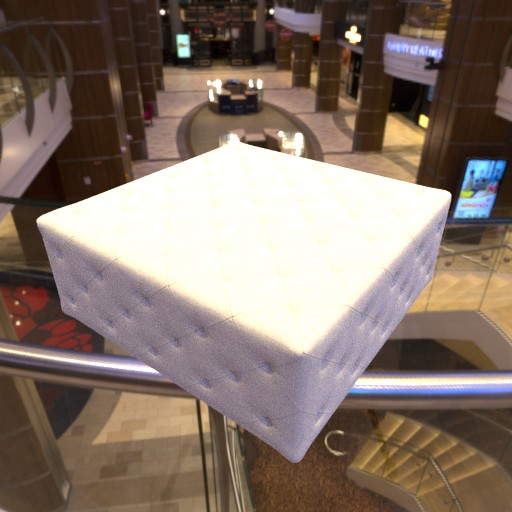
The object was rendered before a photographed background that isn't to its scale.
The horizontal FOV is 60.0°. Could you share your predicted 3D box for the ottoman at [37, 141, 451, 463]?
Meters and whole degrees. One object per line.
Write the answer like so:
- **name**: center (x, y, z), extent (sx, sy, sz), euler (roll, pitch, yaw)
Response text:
- **ottoman**: center (0.000, 0.000, 1.616), extent (1.028, 0.439, 1.028), euler (21, 38, 31)
